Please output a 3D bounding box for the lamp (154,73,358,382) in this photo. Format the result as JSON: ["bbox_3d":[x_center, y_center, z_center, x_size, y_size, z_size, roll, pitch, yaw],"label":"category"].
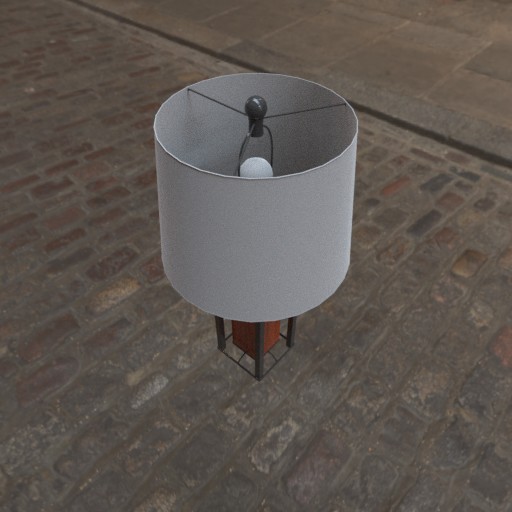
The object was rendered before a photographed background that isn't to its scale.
[{"bbox_3d":[0.000,0.000,0.779,0.320,0.591,0.320,0,46,0],"label":"lamp"}]
